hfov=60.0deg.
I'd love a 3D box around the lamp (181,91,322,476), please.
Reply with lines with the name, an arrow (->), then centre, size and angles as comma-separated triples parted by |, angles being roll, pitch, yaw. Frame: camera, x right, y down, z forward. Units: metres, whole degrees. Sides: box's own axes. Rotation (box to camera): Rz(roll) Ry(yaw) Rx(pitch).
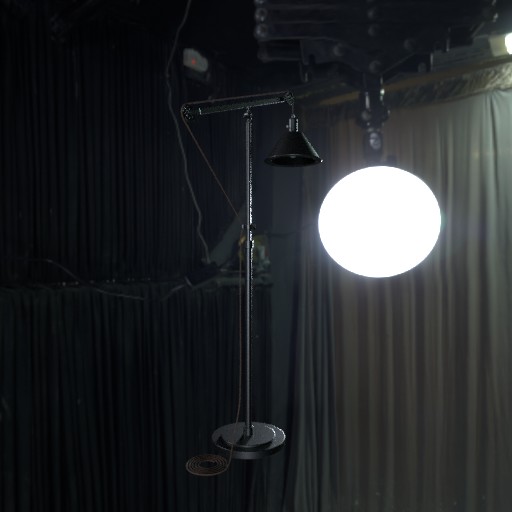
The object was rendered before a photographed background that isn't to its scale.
lamp -> 0.000, 0.000, 1.974 | 0.319, 1.626, 0.904 | 0, 0, 37
